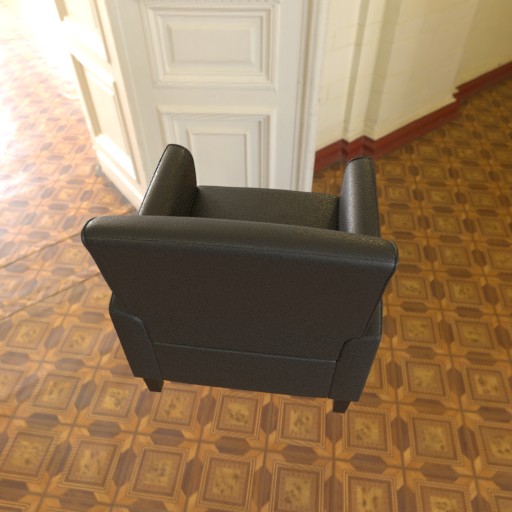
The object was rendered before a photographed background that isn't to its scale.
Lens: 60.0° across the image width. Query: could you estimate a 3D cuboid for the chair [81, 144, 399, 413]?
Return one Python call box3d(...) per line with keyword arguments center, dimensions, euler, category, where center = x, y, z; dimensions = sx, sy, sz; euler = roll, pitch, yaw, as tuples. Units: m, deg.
box3d(center=(0.000, 0.000, 1.591), dimensions=(0.820, 0.916, 0.819), euler=(5, 46, 5), category="chair")
